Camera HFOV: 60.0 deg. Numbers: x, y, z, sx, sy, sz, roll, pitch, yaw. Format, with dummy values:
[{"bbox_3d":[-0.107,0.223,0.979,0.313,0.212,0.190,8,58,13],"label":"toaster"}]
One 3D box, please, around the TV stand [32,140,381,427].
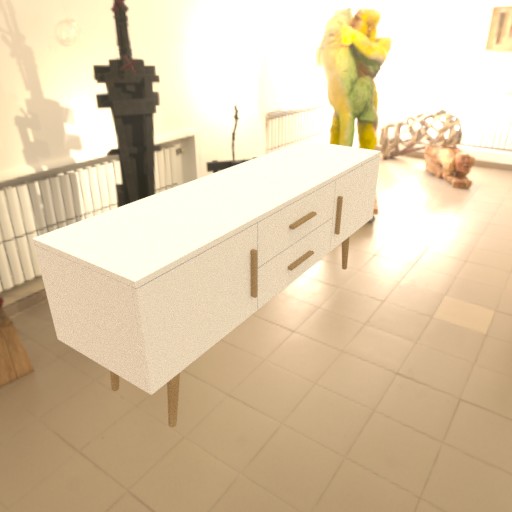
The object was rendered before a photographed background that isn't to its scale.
[{"bbox_3d":[0.000,0.000,1.652,0.401,0.560,1.398,17,31,31],"label":"TV stand"}]
